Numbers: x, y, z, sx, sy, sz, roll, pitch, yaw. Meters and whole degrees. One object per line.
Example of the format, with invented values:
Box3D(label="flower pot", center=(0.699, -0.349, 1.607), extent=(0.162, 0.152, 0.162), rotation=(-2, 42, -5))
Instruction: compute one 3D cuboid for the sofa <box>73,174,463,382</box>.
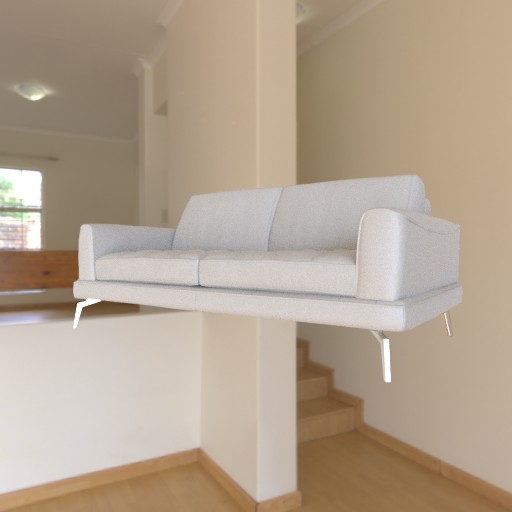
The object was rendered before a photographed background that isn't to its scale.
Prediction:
Box3D(label="sofa", center=(0.000, 0.000, 2.684), extent=(2.177, 0.930, 1.121), rotation=(1, 1, 35))
